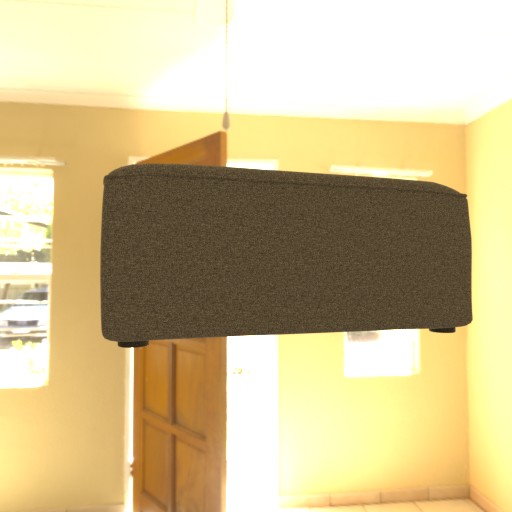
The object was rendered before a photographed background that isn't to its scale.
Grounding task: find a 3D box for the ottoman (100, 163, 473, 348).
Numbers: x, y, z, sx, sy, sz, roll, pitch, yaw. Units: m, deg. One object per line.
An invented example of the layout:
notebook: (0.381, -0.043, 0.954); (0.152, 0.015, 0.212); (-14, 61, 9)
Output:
ottoman: (0.000, 0.000, 1.597); (1.015, 0.464, 1.005); (1, -2, -16)
